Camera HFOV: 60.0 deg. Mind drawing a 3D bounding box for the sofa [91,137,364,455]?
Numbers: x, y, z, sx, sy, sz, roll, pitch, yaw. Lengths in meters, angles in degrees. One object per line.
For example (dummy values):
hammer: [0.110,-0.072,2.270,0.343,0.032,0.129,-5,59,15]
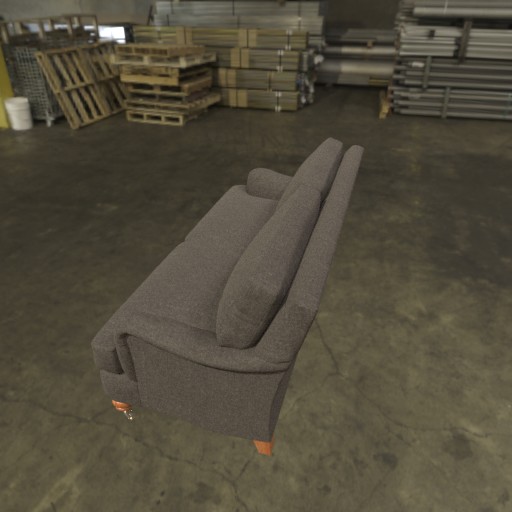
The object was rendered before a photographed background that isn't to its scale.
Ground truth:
sofa: [0.000,0.000,2.843,1.087,1.054,2.160,9,32,14]
